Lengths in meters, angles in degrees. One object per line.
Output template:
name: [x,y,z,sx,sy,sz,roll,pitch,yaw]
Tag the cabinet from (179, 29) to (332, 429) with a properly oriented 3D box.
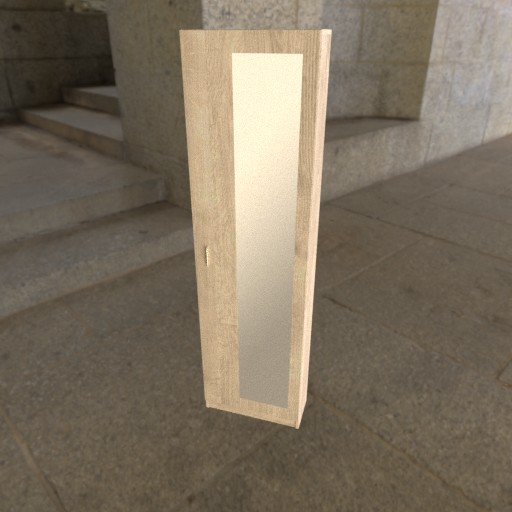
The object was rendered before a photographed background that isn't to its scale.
cabinet: [0.000,0.000,1.968,0.500,1.790,0.230,8,28,15]
